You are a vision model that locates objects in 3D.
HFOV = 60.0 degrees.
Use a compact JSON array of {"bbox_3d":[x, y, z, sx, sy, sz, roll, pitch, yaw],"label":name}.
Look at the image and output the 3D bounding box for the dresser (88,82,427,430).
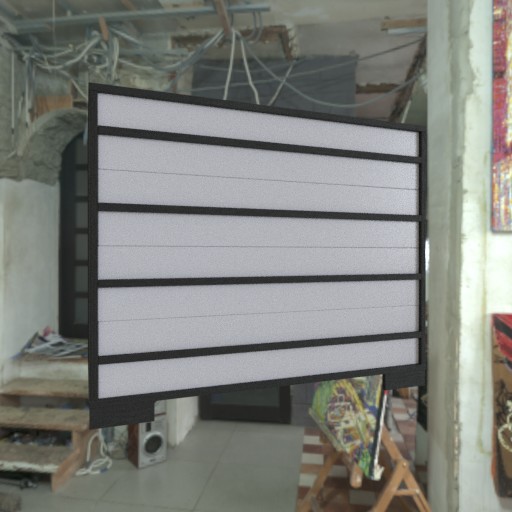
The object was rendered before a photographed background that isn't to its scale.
[{"bbox_3d":[0.000,0.000,1.404,0.994,0.816,0.404,0,0,-21],"label":"dresser"}]
